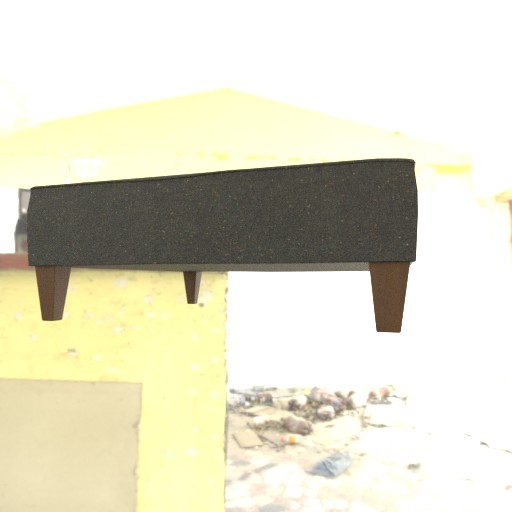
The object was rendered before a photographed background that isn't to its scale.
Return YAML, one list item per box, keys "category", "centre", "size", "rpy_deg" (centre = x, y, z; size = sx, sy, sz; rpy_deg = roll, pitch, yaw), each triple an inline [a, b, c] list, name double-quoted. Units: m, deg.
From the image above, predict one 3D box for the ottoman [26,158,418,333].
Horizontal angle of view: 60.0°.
- category: "ottoman"
  centre: [0.000, 0.000, 1.499]
  size: [1.004, 0.382, 0.968]
  rpy_deg: [-1, -3, 18]
